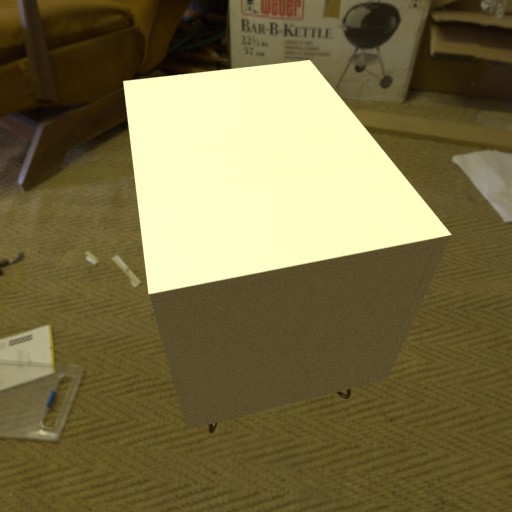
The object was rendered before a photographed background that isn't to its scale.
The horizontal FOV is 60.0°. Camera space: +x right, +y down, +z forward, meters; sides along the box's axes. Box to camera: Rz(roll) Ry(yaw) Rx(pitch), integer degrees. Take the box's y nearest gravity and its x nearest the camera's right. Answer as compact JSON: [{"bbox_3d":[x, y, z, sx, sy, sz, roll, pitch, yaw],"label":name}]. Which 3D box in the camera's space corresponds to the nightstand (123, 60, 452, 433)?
[{"bbox_3d":[0.000,0.000,1.024,0.447,0.604,0.614,-11,48,-10],"label":"nightstand"}]
